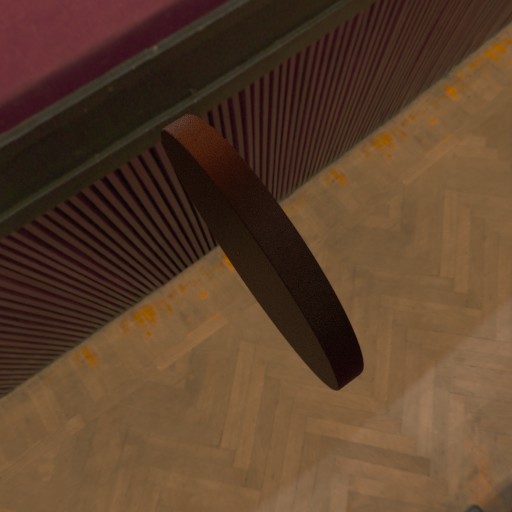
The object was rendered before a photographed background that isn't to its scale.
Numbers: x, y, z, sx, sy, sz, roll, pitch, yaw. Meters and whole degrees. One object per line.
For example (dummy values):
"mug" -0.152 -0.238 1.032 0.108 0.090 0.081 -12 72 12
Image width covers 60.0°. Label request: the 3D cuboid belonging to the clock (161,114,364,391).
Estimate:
"clock" 0.000 0.000 0.469 0.029 0.314 0.314 -34 79 -7
